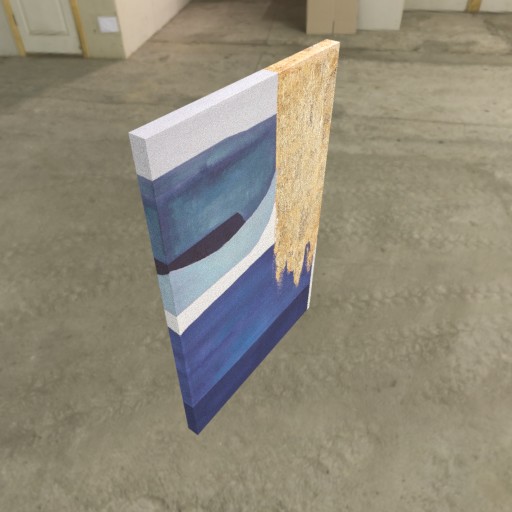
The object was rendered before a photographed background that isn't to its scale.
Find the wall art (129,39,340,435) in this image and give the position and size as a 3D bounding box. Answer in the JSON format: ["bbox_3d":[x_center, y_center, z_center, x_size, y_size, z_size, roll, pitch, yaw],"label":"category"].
[{"bbox_3d":[0.000,0.000,1.153,0.039,0.911,0.607,26,47,26],"label":"wall art"}]
